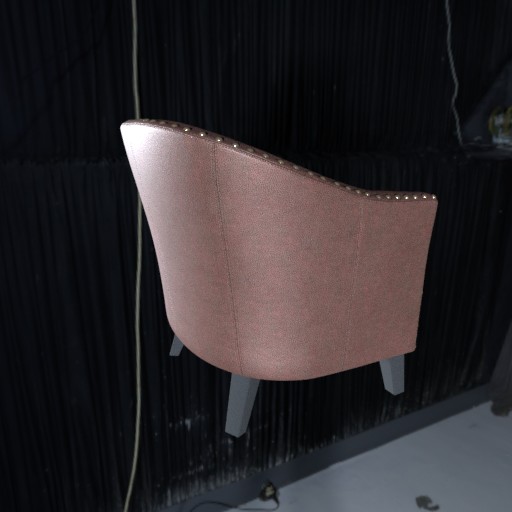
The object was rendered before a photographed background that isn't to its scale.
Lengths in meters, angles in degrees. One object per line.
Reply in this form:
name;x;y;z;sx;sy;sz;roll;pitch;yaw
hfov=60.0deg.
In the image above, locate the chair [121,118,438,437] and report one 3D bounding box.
chair;0.000;0.000;1.408;0.748;0.823;0.794;-8;18;-27
